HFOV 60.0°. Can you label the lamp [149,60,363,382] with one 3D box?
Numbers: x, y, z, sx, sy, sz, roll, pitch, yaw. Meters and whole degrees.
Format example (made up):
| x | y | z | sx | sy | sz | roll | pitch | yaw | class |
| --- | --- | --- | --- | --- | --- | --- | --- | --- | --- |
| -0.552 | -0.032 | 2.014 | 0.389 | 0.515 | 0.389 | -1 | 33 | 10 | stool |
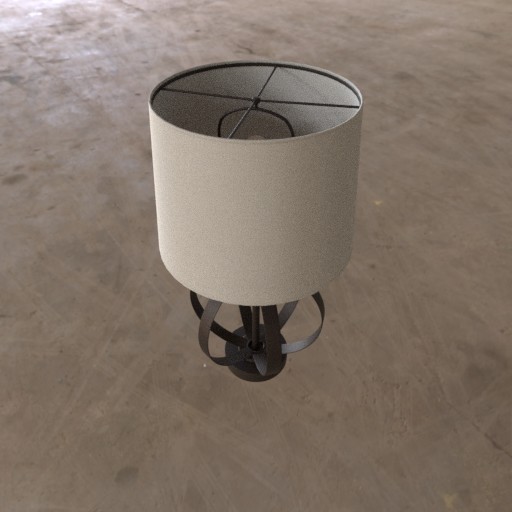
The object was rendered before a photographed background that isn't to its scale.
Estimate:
| x | y | z | sx | sy | sz | roll | pitch | yaw | class |
| --- | --- | --- | --- | --- | --- | --- | --- | --- | --- |
| 0.000 | 0.000 | 0.692 | 0.286 | 0.510 | 0.286 | 0 | 41 | 0 | lamp |
